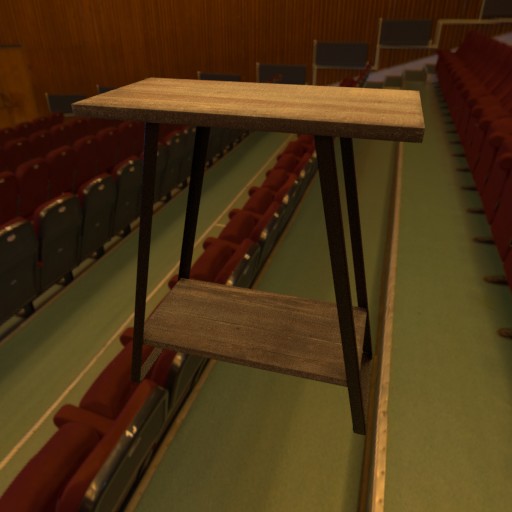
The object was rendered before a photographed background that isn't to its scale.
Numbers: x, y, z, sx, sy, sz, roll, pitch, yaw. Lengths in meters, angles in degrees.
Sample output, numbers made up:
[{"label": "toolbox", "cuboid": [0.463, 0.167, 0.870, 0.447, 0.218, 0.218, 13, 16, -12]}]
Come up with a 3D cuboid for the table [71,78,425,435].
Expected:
[{"label": "table", "cuboid": [0.000, 0.000, 1.019, 0.599, 0.701, 0.300, 8, 32, 14]}]
